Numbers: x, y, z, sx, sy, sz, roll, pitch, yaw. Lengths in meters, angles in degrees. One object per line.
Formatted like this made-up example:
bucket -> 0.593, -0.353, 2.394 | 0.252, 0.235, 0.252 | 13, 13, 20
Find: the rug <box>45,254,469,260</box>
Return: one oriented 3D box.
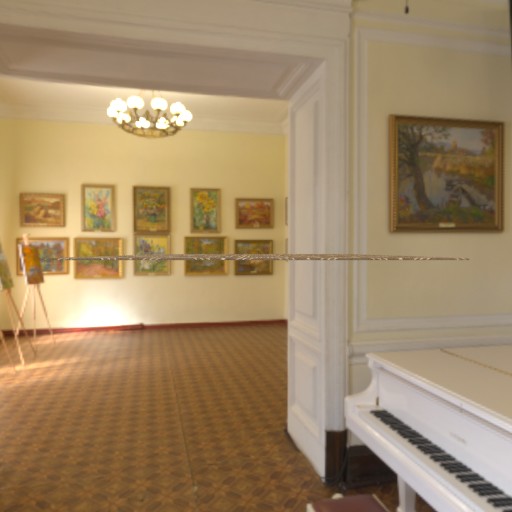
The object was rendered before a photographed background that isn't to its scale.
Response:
rug -> 0.000, 0.000, 4.089 | 2.457, 0.012, 3.062 | 0, 1, 0
